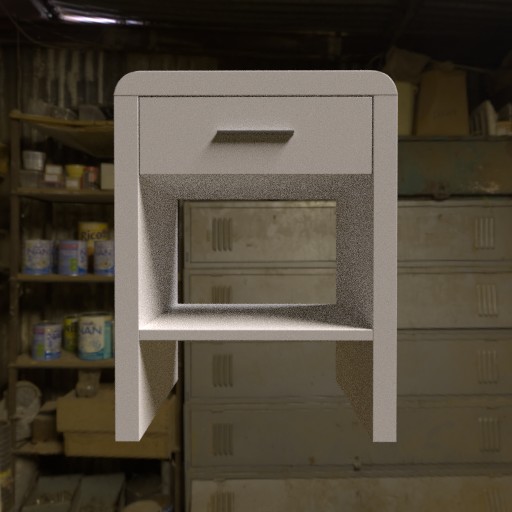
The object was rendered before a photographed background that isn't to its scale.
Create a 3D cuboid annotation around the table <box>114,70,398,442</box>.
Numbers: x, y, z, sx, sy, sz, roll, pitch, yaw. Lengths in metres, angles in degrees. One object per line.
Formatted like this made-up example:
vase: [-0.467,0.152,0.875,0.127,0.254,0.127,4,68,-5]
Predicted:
table: [0.000,0.000,0.870,0.450,0.590,0.350,0,1,0]
